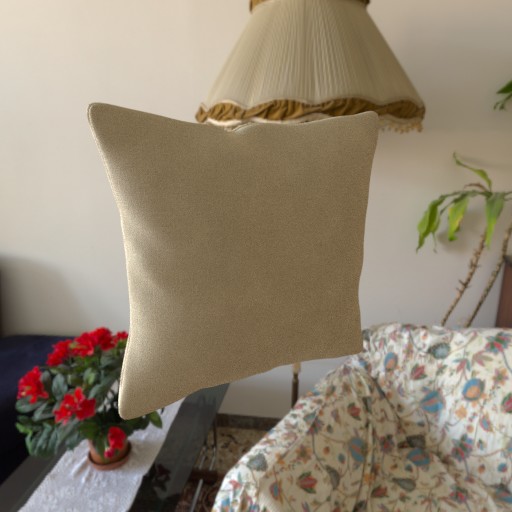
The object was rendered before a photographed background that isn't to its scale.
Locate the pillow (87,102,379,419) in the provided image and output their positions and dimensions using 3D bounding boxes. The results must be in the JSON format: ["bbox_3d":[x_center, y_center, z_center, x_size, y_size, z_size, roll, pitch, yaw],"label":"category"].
[{"bbox_3d":[0.000,0.000,0.658,0.437,0.420,0.162,-8,17,-27],"label":"pillow"}]
